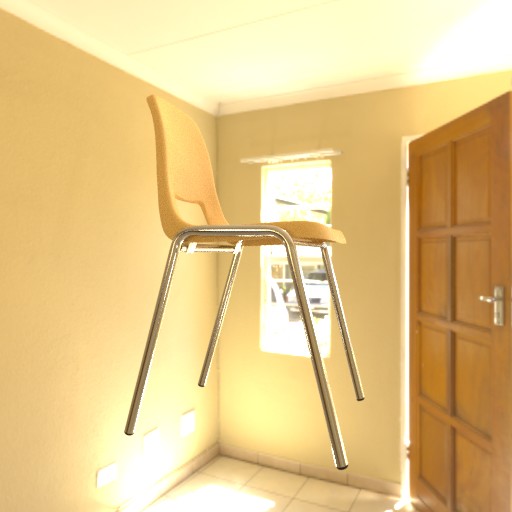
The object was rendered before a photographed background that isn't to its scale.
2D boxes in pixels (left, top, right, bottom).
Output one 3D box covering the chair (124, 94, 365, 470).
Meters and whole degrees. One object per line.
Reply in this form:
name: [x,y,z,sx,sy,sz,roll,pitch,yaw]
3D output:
chair: [0.000,0.000,0.968,0.436,0.704,0.381,0,0,18]
